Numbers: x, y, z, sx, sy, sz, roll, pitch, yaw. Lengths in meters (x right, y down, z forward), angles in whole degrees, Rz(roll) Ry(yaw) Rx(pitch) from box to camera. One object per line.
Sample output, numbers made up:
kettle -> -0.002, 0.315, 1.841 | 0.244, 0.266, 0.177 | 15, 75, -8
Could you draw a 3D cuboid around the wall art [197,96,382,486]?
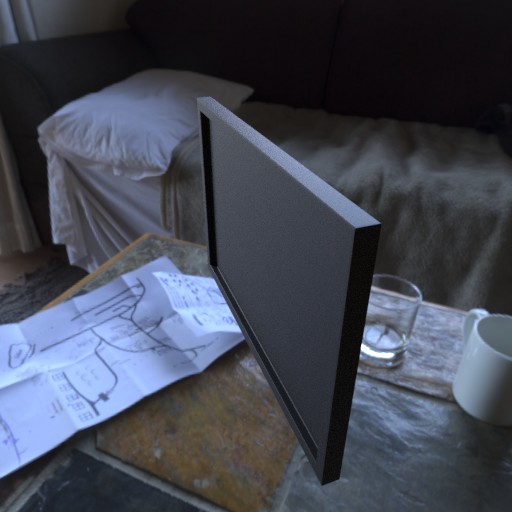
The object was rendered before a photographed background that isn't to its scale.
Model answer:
wall art -> 0.000, 0.000, 0.561 | 0.021, 0.301, 0.443 | -11, 33, -17
